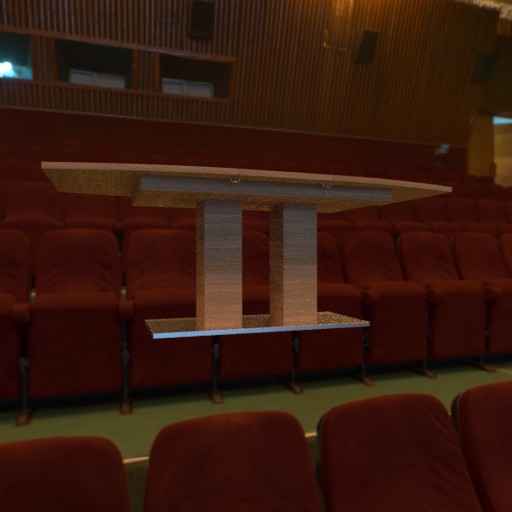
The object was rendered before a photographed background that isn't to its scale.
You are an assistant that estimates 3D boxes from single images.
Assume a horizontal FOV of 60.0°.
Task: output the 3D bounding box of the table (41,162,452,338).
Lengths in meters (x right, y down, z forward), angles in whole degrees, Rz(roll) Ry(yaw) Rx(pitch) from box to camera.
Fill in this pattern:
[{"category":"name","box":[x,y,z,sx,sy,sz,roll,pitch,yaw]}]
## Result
[{"category":"table","box":[0.000,0.000,2.409,2.032,0.750,0.900,0,0,-19]}]
